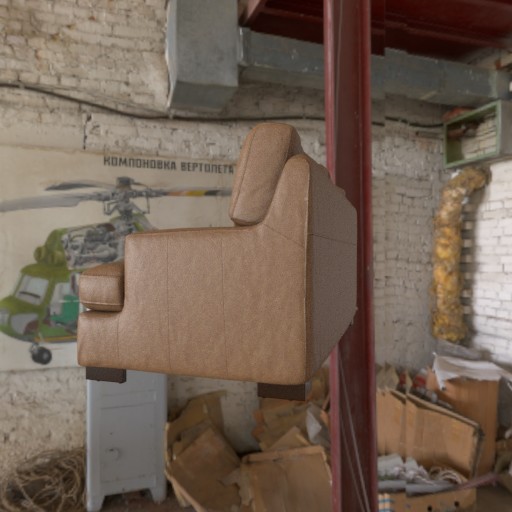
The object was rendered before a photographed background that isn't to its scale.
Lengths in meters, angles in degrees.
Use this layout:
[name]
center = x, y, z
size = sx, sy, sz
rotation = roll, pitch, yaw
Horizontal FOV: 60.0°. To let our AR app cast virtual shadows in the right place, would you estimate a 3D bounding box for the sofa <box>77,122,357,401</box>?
[sofa]
center = 0.000, 0.000, 2.474
size = 0.962, 0.980, 1.855
rotation = 0, 0, 17
